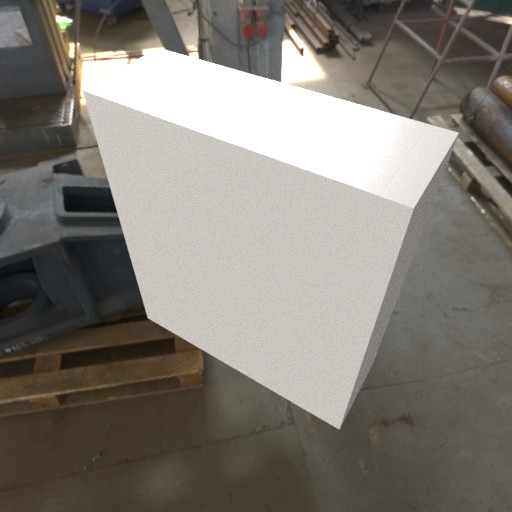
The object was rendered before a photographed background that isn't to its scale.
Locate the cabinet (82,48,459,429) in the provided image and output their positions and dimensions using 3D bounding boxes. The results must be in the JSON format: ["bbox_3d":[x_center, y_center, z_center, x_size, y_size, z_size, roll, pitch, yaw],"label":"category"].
[{"bbox_3d":[0.000,0.000,1.613,0.990,1.150,0.348,25,51,22],"label":"cabinet"}]
